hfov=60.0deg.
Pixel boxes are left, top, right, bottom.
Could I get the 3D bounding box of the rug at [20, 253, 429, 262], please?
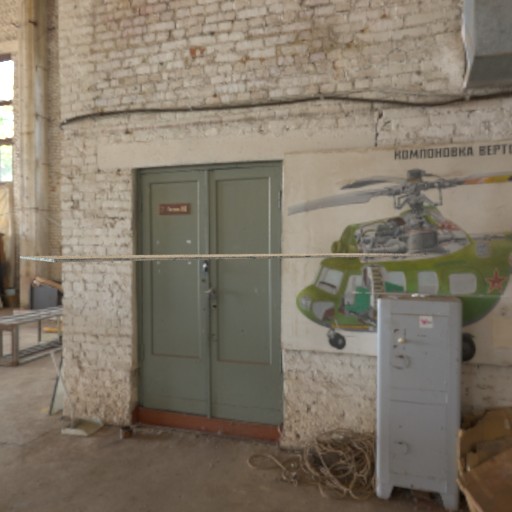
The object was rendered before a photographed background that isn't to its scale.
[{"bbox_3d":[0.000,0.000,2.678,2.434,0.013,0.770,-1,1,-36],"label":"rug"}]
